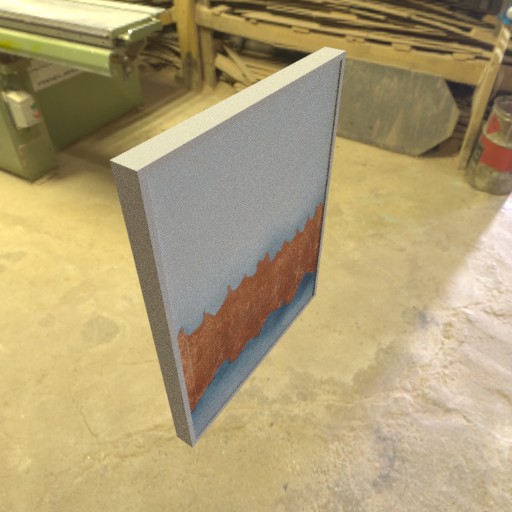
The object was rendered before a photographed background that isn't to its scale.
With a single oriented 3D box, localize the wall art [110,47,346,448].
[{"bbox_3d":[0.000,0.000,0.748,0.039,0.553,0.451,24,46,25],"label":"wall art"}]
